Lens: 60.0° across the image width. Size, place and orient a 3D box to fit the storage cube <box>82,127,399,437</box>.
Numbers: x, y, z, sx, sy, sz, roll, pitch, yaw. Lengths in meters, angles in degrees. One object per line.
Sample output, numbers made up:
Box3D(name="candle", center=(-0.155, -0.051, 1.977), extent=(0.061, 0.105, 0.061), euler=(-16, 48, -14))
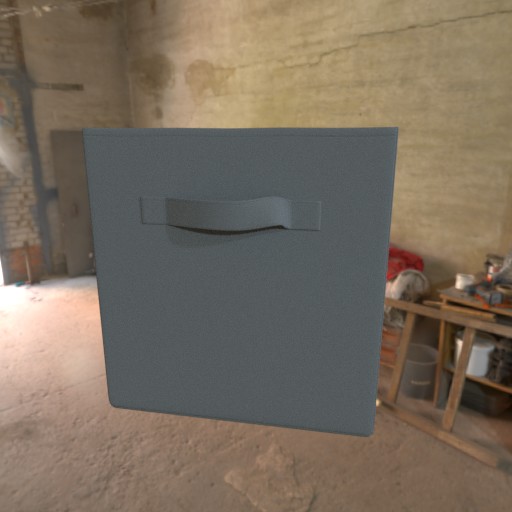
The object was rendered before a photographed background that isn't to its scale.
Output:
Box3D(name="storage cube", center=(0.000, 0.000, 0.508), extent=(0.270, 0.280, 0.270), euler=(3, 16, 10))
